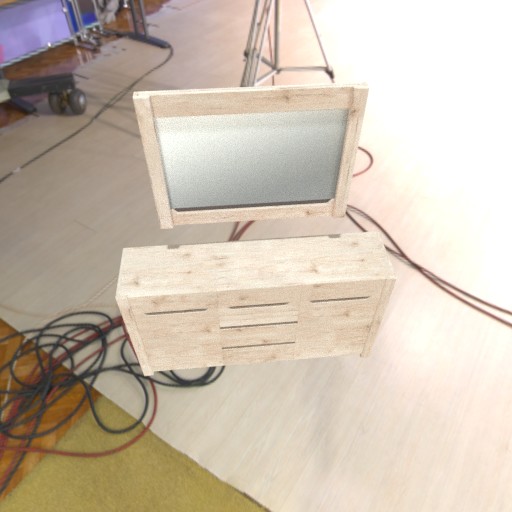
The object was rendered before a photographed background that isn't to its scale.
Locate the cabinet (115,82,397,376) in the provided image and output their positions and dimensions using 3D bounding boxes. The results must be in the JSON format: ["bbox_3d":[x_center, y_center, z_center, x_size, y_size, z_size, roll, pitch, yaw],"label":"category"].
[{"bbox_3d":[0.000,0.000,2.754,1.700,1.981,0.420,-4,47,-4],"label":"cabinet"}]
